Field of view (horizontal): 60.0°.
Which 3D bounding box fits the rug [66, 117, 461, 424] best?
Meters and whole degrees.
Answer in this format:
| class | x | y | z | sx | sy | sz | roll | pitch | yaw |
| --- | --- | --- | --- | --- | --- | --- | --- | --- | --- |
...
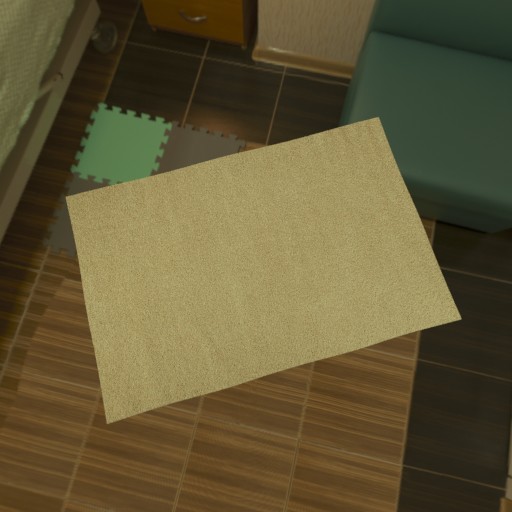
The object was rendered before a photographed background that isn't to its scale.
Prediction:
| class | x | y | z | sx | sy | sz | roll | pitch | yaw |
| --- | --- | --- | --- | --- | --- | --- | --- | --- | --- |
| rug | 0.000 | 0.000 | 3.471 | 2.699 | 0.025 | 1.800 | -15 | 75 | -4 |
